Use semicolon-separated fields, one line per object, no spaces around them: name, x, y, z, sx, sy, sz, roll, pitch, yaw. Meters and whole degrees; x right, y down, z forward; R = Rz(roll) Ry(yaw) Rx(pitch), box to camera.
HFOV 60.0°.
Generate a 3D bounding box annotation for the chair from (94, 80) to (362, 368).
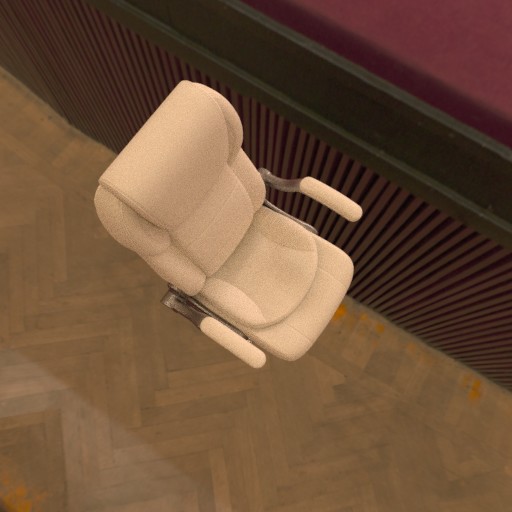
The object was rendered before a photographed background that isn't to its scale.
chair;0.000;0.000;1.827;0.806;1.330;0.755;33;77;8
